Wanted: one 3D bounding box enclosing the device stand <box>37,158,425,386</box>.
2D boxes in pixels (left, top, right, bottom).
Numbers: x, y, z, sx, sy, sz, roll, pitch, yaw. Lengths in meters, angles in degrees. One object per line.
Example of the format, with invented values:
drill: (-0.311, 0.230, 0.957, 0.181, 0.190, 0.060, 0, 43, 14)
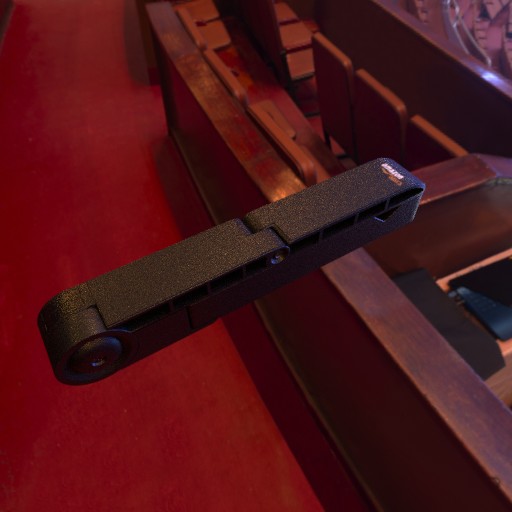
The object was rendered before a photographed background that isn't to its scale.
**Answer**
device stand: (0.000, 0.000, 0.193, 0.179, 0.030, 0.026, -25, 53, -20)
